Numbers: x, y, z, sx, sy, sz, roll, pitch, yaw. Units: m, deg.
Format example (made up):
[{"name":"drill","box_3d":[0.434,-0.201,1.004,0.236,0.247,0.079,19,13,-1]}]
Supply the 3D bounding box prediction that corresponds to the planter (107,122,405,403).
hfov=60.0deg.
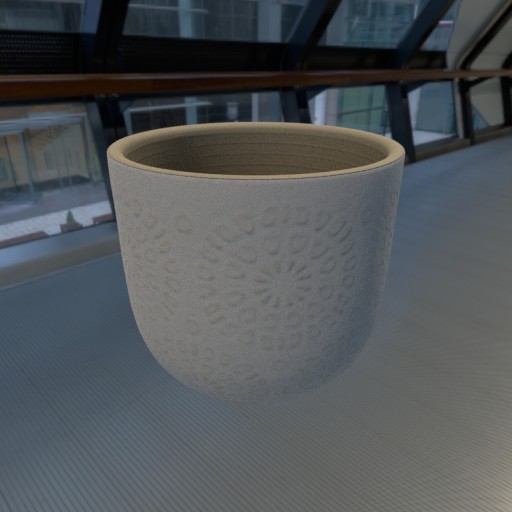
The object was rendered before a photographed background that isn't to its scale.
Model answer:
[{"name":"planter","box_3d":[0.000,0.000,0.215,0.124,0.109,0.124,0,25,0]}]
